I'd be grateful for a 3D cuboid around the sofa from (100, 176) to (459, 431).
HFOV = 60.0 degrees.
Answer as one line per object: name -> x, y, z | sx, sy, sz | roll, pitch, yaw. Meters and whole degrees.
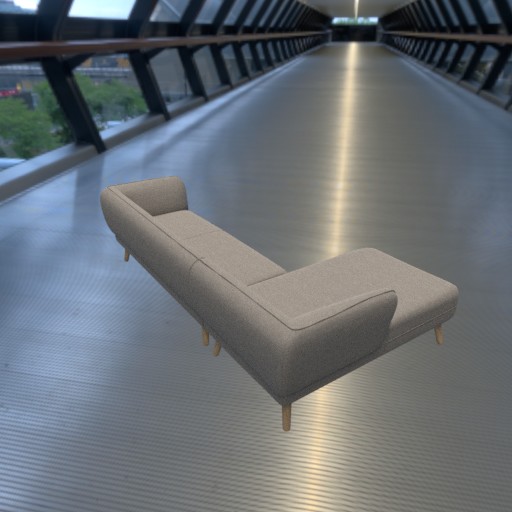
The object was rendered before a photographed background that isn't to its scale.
sofa -> 0.000, 0.000, 3.379 | 1.532, 0.693, 2.653 | -17, 30, -31
